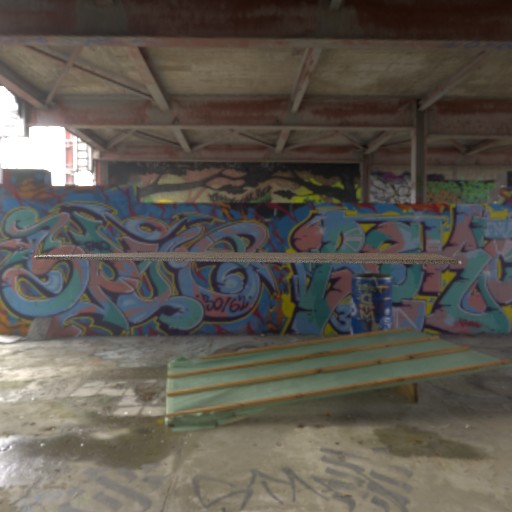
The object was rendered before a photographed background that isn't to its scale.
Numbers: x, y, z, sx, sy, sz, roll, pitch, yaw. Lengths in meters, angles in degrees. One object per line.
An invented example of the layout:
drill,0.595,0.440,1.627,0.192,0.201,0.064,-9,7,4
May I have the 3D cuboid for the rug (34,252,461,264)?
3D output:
rug,0.000,0.000,3.114,2.469,0.024,1.539,0,1,18
